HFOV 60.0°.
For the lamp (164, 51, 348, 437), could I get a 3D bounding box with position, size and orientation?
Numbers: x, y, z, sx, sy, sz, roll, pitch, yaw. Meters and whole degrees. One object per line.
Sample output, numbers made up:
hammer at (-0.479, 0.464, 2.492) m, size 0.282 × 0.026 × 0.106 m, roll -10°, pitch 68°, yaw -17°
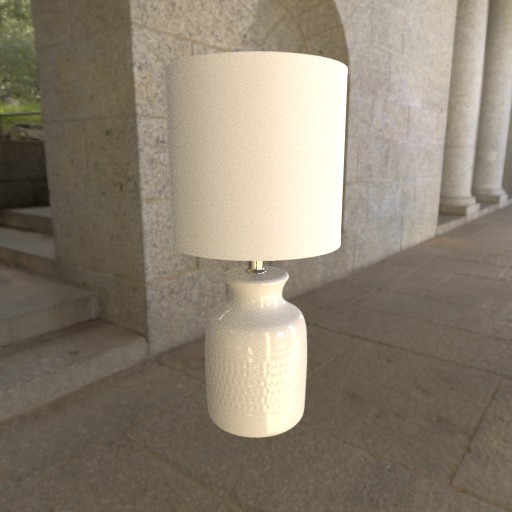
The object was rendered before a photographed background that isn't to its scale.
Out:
lamp at (0.000, 0.000, 0.504) m, size 0.188 × 0.392 × 0.188 m, roll 2°, pitch 13°, yaw 8°
